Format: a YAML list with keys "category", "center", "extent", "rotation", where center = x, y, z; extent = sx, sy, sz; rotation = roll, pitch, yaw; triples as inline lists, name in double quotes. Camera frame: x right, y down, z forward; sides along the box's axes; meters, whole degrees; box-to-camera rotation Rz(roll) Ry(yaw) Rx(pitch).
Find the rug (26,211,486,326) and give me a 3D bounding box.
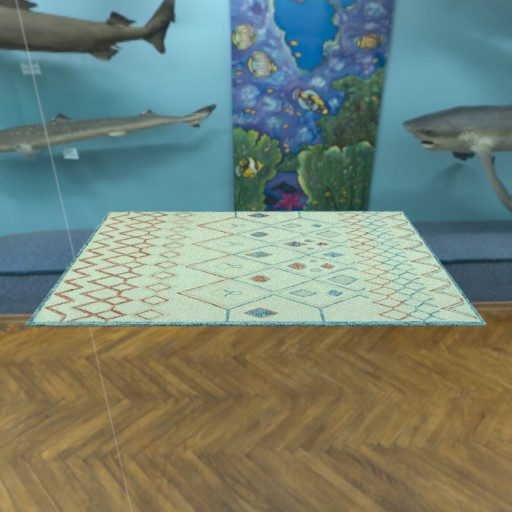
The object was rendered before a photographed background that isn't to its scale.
- category: "rug"
  center: [0.000, 0.000, 3.007]
  extent: [2.438, 0.015, 1.524]
  rotation: [0, 29, 0]
